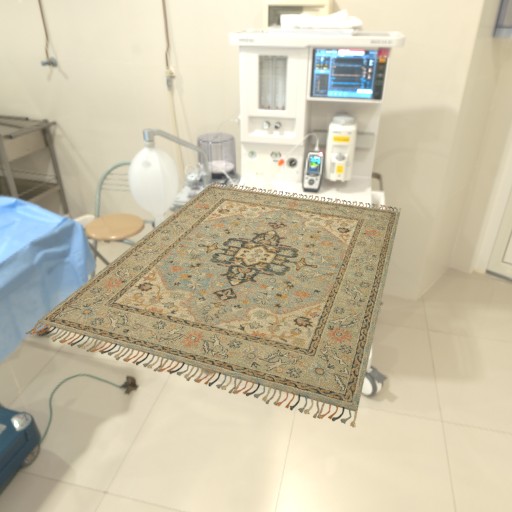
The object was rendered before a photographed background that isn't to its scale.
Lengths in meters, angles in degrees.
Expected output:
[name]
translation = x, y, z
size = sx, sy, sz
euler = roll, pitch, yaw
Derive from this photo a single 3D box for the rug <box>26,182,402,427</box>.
[rug]
translation = 0.000, 0.000, 2.223
size = 1.278, 0.009, 1.730
euler = 11, 32, 17
